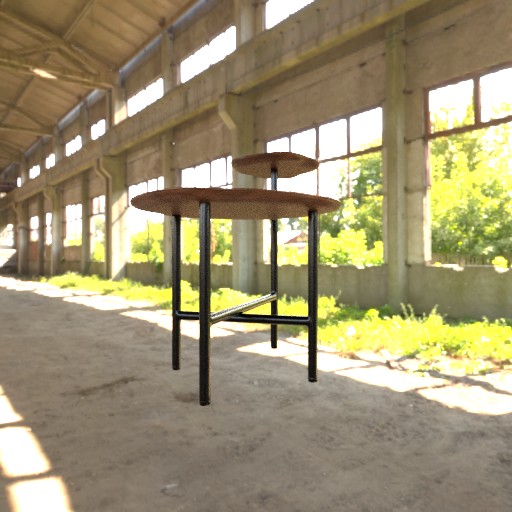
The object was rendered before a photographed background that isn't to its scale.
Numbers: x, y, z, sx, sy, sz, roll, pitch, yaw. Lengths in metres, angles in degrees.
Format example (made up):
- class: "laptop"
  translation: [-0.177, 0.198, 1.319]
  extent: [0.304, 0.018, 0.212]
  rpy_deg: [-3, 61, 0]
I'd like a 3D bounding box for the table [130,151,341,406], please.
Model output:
- class: "table"
  translation: [0.000, 0.000, 1.104]
  extent: [0.442, 0.538, 0.759]
  rpy_deg: [0, 0, 18]
